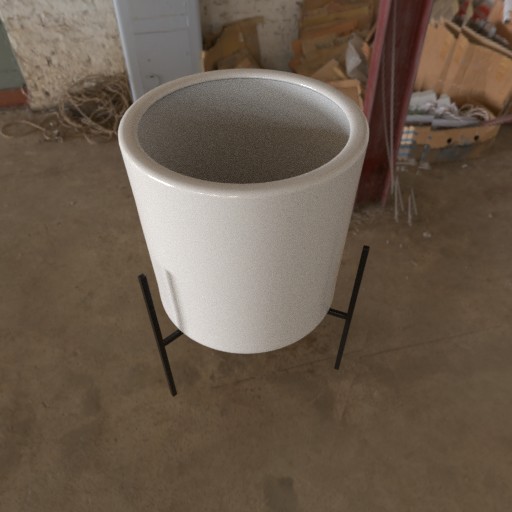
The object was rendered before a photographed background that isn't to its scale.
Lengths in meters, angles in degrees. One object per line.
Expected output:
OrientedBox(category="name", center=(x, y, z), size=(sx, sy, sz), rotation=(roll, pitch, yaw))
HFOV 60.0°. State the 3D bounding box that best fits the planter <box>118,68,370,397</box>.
OrientedBox(category="planter", center=(0.000, 0.000, 0.648), size=(0.308, 0.431, 0.307), rotation=(16, 48, 15))
